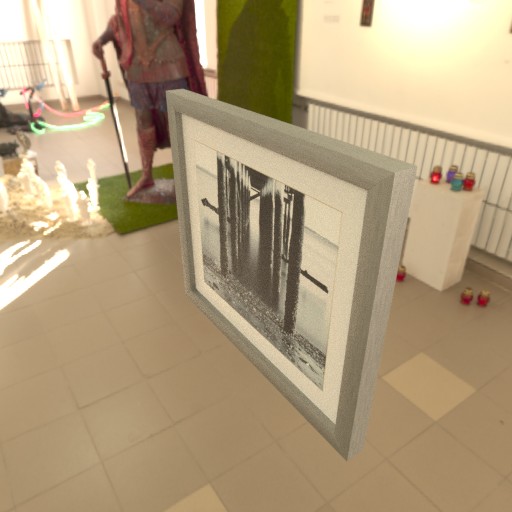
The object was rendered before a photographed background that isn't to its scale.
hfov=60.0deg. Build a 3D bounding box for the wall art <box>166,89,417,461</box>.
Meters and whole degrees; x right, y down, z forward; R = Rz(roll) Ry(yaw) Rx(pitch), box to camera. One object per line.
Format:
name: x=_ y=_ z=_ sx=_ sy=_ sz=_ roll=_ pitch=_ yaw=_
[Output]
wall art: x=0.000 y=0.000 z=0.540 sx=0.028 sy=0.330 sz=0.380 roll=-20 pitch=36 yaw=-30
